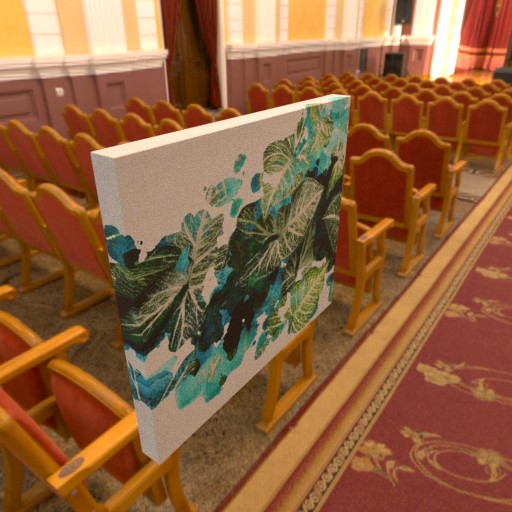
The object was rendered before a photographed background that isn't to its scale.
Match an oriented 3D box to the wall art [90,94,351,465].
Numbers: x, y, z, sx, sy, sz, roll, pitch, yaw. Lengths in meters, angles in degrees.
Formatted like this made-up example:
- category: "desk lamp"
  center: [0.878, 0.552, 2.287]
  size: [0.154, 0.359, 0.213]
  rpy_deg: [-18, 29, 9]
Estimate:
- category: "wall art"
  center: [0.000, 0.000, 0.710]
  size: [0.041, 0.435, 0.507]
  rpy_deg: [19, 33, 32]
